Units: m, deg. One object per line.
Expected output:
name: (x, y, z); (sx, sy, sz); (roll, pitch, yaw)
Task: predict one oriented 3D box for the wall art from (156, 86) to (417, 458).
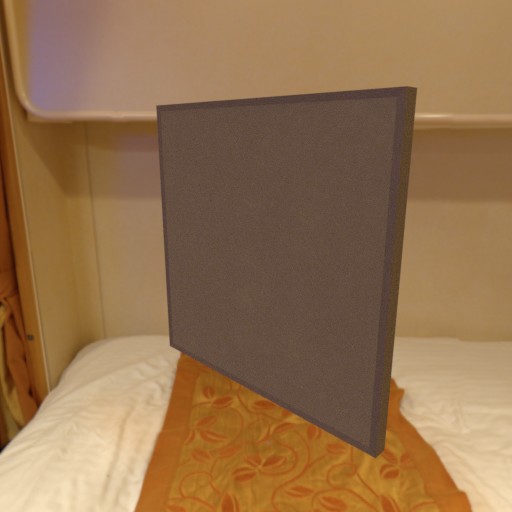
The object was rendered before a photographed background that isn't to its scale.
wall art: (0.000, 0.000, 1.131); (0.761, 0.758, 0.038); (14, 21, 42)
